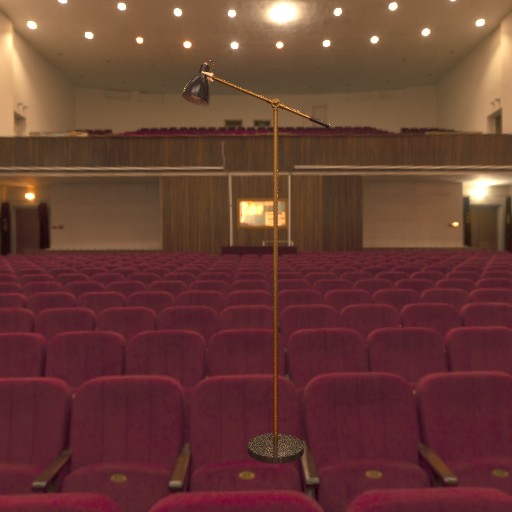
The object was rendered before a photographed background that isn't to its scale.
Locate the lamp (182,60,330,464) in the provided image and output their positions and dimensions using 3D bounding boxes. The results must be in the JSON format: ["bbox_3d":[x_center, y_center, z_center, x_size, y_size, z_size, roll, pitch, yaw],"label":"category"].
[{"bbox_3d":[0.000,0.000,1.850,0.618,1.628,0.235,0,0,-1],"label":"lamp"}]
